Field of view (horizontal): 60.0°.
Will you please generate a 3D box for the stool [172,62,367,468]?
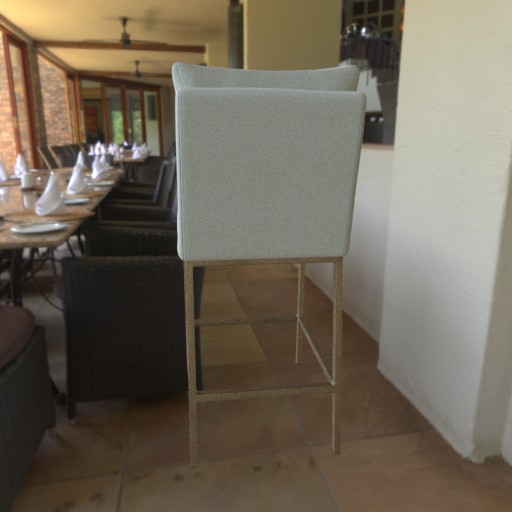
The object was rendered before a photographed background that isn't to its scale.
[{"bbox_3d":[0.000,0.000,1.346,0.463,1.032,0.572,-2,15,-8],"label":"stool"}]
